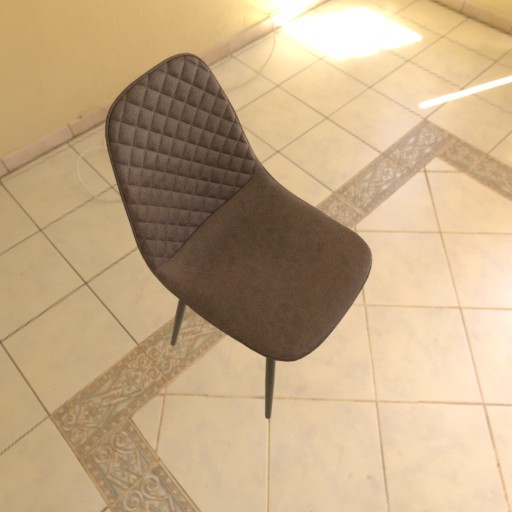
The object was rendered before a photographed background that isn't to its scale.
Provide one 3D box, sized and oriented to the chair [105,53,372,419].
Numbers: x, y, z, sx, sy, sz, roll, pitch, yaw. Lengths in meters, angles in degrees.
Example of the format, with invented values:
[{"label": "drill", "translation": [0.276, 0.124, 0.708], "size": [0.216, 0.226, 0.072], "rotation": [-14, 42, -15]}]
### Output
[{"label": "chair", "translation": [0.000, 0.000, 1.186], "size": [0.561, 0.889, 0.472], "rotation": [32, 63, 19]}]
